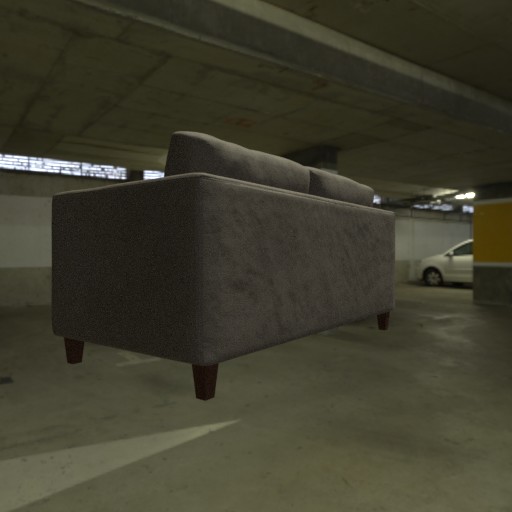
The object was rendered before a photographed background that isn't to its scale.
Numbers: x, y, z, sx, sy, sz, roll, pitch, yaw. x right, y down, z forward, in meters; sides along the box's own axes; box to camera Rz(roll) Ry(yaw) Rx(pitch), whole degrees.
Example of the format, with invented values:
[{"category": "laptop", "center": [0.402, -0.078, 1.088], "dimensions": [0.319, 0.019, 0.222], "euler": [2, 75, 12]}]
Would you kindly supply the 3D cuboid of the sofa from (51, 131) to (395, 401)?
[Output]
[{"category": "sofa", "center": [0.000, 0.000, 2.450], "dimensions": [0.950, 0.963, 1.884], "euler": [0, 1, 37]}]
